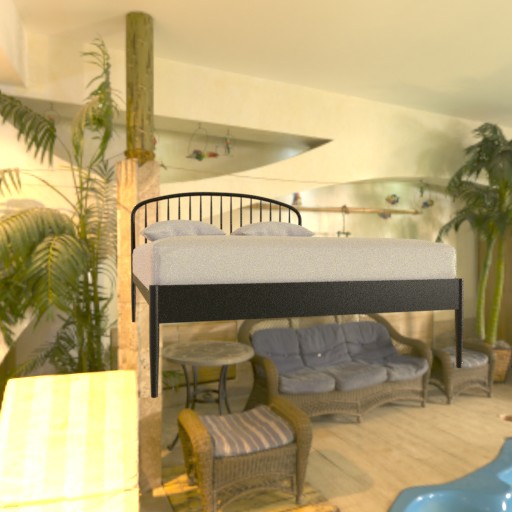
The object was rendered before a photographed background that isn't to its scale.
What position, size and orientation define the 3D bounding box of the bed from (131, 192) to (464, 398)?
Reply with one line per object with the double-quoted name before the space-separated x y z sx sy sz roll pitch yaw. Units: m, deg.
"bed" 0.000 0.000 3.103 1.618 1.166 2.159 0 0 -18
